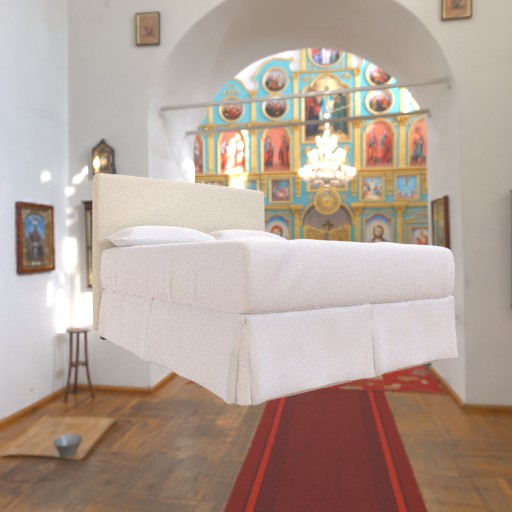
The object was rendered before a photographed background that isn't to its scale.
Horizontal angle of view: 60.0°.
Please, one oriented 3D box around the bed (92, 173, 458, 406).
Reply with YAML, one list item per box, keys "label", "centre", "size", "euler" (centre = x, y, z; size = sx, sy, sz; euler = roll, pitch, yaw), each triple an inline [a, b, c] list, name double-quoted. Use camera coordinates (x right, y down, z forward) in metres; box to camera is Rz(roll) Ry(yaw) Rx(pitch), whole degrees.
- label: "bed"
  centre: [0.000, 0.000, 3.157]
  size: [1.714, 1.330, 2.147]
  euler: [0, 0, -36]
